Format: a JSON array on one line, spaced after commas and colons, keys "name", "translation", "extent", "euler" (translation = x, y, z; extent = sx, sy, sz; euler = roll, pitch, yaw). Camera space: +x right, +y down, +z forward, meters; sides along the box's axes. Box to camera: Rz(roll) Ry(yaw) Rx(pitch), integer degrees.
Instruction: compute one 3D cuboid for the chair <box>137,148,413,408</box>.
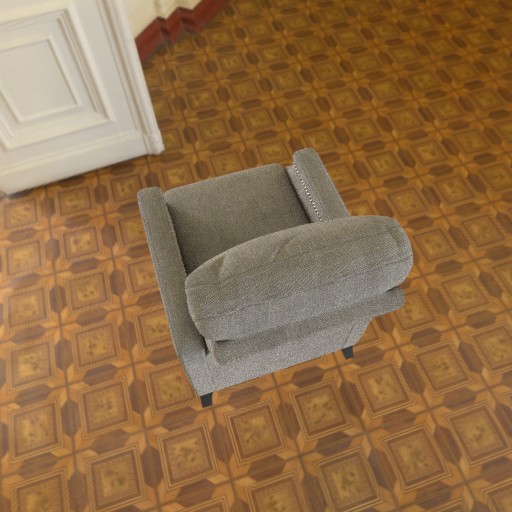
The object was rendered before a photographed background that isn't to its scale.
[{"name": "chair", "translation": [0.000, 0.000, 1.606], "extent": [0.710, 1.049, 0.922], "euler": [-16, 61, -9]}]
